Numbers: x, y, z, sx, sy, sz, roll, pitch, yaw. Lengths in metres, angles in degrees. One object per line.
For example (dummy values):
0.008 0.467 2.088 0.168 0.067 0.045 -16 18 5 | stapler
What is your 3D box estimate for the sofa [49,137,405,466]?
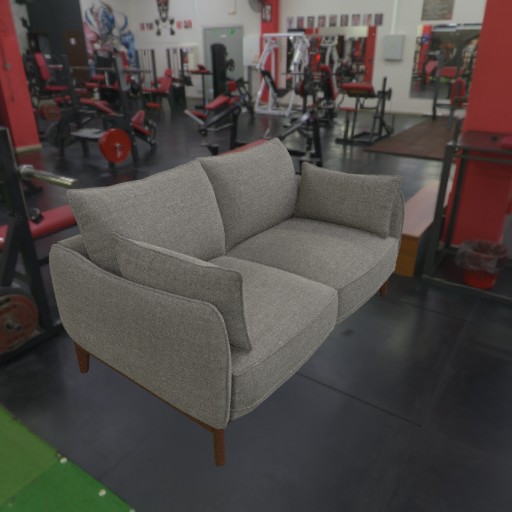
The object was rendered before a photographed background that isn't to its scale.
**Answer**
0.000 0.000 2.125 0.972 0.851 1.580 18 31 33 | sofa
